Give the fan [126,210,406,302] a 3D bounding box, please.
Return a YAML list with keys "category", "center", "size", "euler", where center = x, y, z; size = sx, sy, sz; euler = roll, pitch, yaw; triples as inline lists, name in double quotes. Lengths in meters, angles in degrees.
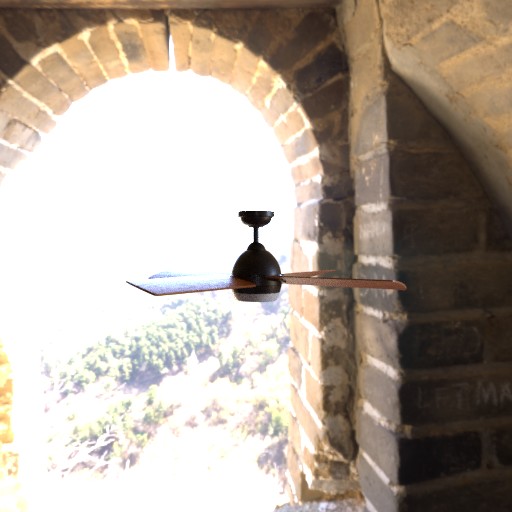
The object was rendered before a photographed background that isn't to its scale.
- category: "fan"
  center: [0.000, 0.000, 2.014]
  size: [1.332, 0.403, 1.332]
  euler: [0, 1, 37]
